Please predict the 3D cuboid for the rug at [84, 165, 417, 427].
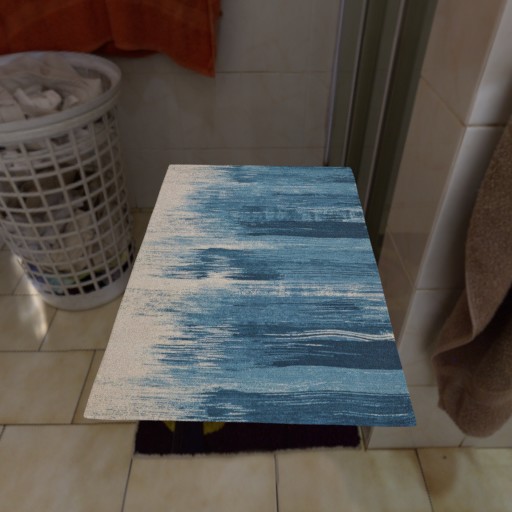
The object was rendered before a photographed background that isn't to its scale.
[{"bbox_3d":[0.000,0.000,2.298,1.232,0.009,1.836,1,41,1],"label":"rug"}]
